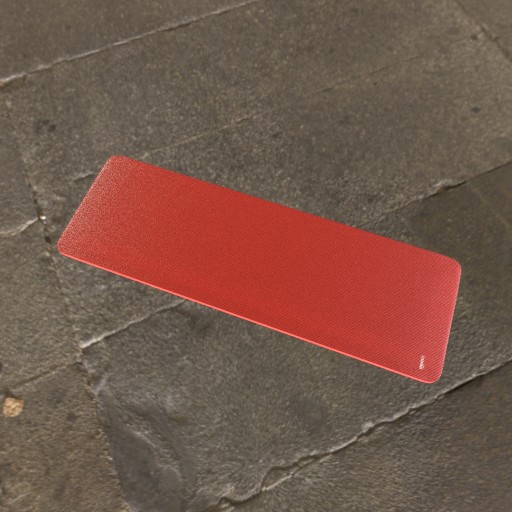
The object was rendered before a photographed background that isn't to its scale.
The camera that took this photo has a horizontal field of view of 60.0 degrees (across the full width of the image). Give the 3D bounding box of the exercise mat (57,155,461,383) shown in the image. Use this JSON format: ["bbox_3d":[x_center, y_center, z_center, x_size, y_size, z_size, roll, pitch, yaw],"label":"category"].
[{"bbox_3d":[0.000,0.000,2.120,1.869,0.021,0.616,18,66,8],"label":"exercise mat"}]
